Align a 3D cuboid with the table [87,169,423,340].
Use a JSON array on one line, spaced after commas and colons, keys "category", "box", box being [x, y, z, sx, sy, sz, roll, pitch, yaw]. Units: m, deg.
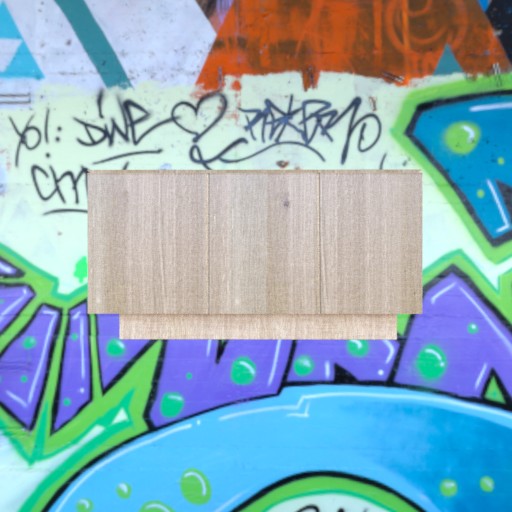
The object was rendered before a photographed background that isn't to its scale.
[{"category": "table", "box": [0.000, 0.000, 1.451, 0.678, 0.353, 1.110, 0, 0, 0]}]
